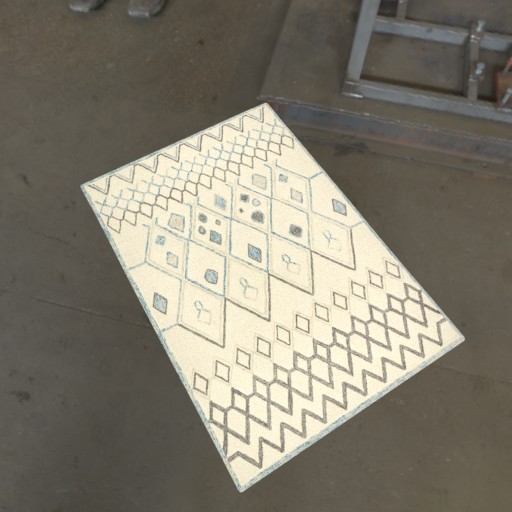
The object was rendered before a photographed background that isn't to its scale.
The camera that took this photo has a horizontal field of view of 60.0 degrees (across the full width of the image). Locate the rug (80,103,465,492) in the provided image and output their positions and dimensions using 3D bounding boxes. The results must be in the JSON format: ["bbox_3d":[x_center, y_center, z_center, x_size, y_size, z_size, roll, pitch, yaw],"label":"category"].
[{"bbox_3d":[0.000,0.000,2.340,1.260,0.009,1.820,-28,66,-14],"label":"rug"}]
